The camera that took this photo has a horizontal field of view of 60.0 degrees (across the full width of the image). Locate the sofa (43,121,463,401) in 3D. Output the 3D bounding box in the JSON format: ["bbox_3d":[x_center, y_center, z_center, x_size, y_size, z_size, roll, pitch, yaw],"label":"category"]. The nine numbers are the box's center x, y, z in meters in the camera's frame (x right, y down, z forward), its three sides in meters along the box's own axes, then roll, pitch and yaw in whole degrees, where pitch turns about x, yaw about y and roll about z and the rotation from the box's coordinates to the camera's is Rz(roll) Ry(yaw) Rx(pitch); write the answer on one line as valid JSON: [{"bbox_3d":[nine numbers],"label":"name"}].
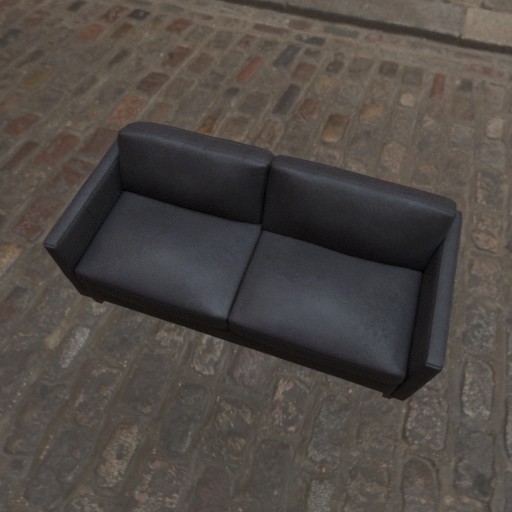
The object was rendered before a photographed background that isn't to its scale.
[{"bbox_3d":[0.000,0.000,2.429,1.971,0.863,0.933,16,60,10],"label":"sofa"}]
